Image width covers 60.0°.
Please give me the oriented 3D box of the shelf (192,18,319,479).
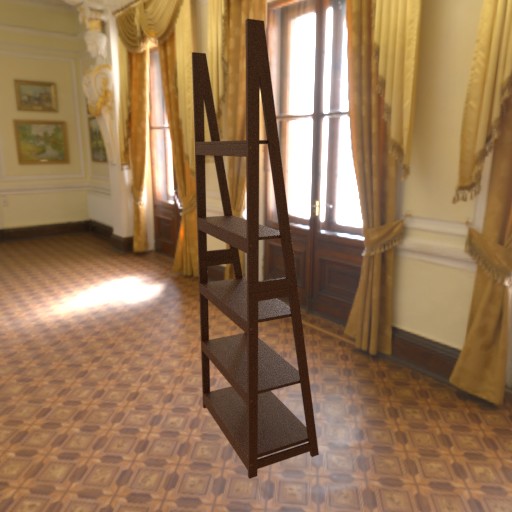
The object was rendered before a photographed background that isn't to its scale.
[{"bbox_3d":[0.000,0.000,1.996,0.350,1.770,0.600,-6,15,-25],"label":"shelf"}]
